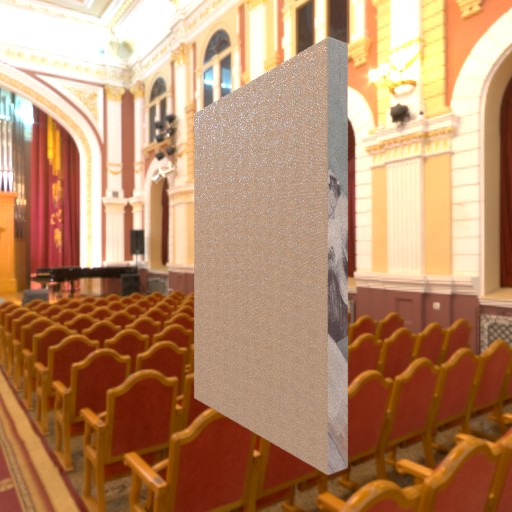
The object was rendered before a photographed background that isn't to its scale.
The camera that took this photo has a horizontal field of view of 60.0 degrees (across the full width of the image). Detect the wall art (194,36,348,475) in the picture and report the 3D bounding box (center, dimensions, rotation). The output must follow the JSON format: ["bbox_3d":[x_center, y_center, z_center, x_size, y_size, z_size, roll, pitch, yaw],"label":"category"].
[{"bbox_3d":[0.000,0.000,1.183,0.061,0.911,0.609,0,0,-35],"label":"wall art"}]
